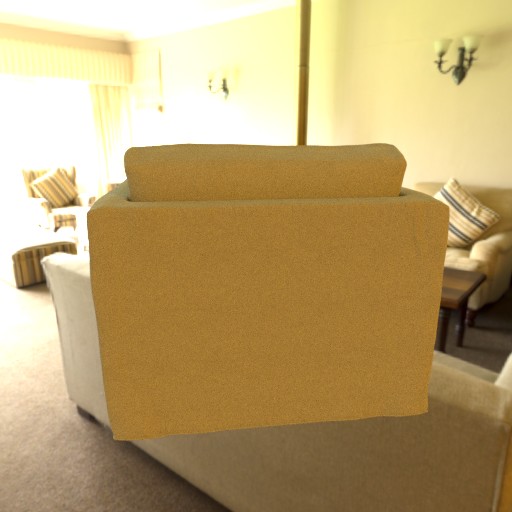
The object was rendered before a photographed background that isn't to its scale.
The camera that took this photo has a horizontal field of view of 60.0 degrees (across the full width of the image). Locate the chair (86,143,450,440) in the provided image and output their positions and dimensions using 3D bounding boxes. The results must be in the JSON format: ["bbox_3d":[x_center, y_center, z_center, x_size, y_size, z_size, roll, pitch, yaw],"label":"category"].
[{"bbox_3d":[0.000,0.000,1.719,1.057,0.863,0.949,-2,16,-8],"label":"chair"}]
